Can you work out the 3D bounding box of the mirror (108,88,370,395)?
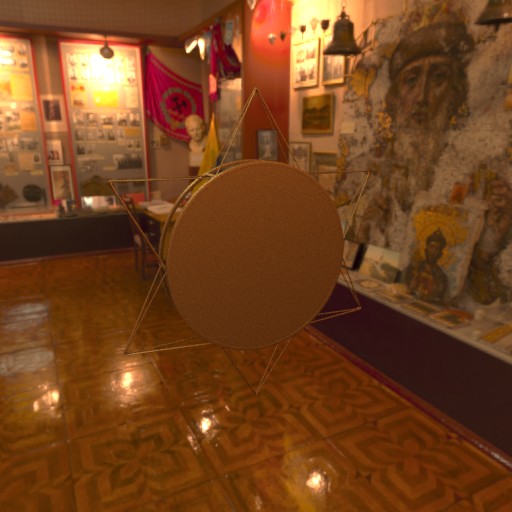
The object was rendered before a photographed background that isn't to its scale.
[{"bbox_3d":[0.000,0.000,0.815,0.498,0.581,0.062,-7,17,-24],"label":"mirror"}]
